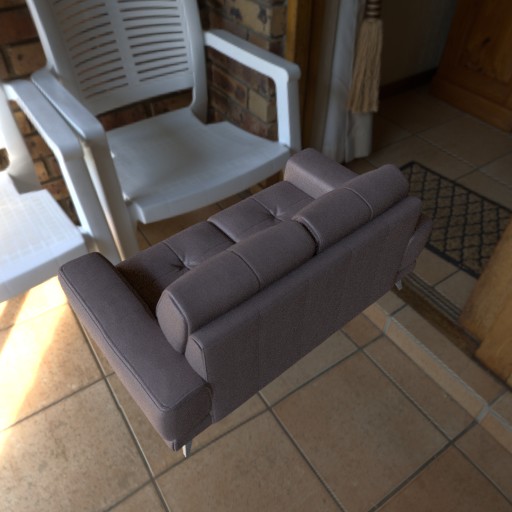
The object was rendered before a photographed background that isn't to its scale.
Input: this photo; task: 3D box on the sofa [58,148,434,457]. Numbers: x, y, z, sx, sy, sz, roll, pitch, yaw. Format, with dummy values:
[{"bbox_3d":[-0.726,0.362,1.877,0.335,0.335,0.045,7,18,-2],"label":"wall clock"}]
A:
[{"bbox_3d":[0.000,0.000,2.383,1.806,0.907,1.018,-30,52,-27],"label":"sofa"}]
